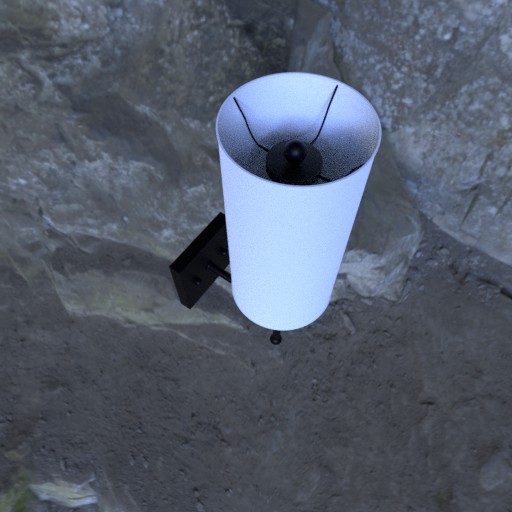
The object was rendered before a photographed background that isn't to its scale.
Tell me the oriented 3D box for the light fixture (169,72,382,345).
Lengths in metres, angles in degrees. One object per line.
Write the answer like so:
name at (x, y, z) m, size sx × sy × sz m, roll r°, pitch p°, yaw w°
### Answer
light fixture at (0.000, 0.000, 0.552) m, size 0.208 × 0.462 × 0.128 m, roll 31°, pitch 63°, yaw 18°
